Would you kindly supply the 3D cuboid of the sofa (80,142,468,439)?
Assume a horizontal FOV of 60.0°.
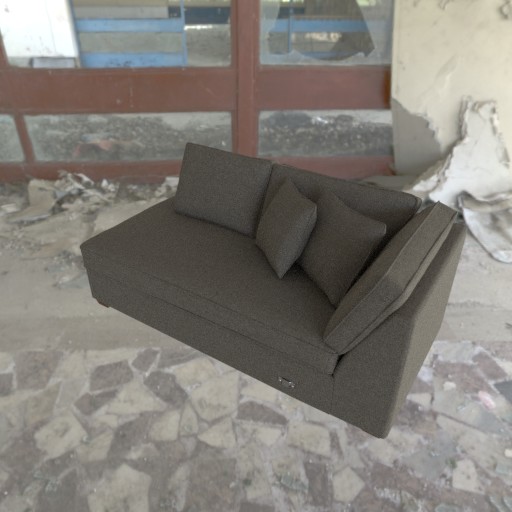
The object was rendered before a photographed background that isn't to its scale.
[{"bbox_3d":[0.000,0.000,2.857,2.237,1.033,1.110,19,36,28],"label":"sofa"}]
